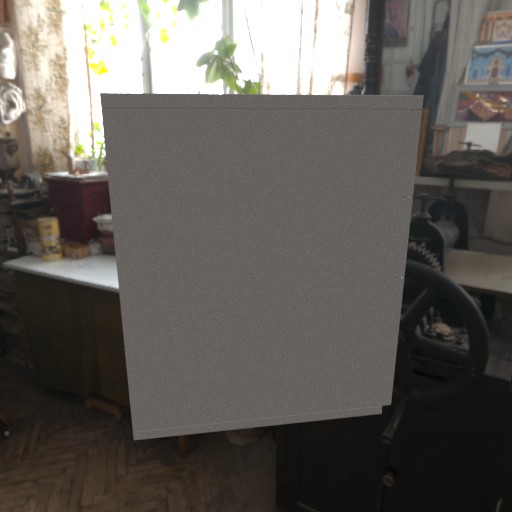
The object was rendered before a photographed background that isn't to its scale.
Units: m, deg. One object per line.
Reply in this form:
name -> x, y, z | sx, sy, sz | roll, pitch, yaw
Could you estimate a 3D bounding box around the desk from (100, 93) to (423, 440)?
desk -> 0.000, 0.000, 1.092 | 0.600, 0.730, 0.404 | -3, 17, -9
